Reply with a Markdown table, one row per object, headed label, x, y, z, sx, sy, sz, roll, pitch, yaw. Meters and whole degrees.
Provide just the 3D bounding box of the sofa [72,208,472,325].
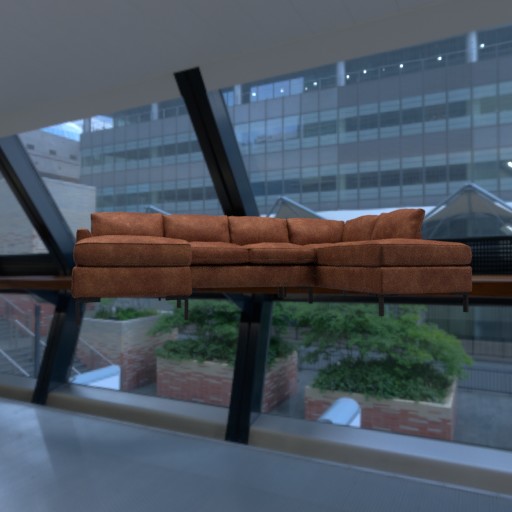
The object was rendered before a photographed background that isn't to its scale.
| label | x | y | z | sx | sy | sz | roll | pitch | yaw |
| --- | --- | --- | --- | --- | --- | --- | --- | --- | --- |
| sofa | 0.000 | 0.000 | 3.911 | 2.956 | 0.900 | 1.939 | 0 | -1 | -19 |
